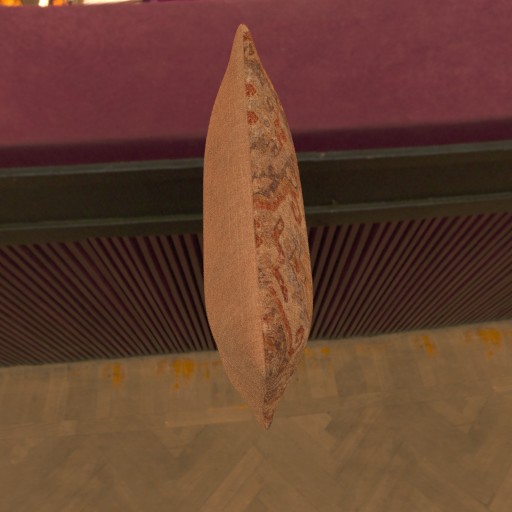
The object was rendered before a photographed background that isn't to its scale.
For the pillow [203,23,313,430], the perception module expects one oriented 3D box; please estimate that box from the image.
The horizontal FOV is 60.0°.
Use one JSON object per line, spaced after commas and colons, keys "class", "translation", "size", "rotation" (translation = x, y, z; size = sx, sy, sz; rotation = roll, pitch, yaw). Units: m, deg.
{"class": "pillow", "translation": [0.000, 0.000, 0.767], "size": [0.166, 0.506, 0.523], "rotation": [-3, 64, -1]}
